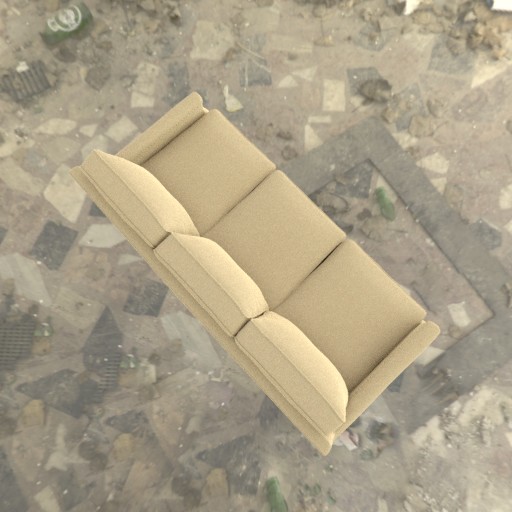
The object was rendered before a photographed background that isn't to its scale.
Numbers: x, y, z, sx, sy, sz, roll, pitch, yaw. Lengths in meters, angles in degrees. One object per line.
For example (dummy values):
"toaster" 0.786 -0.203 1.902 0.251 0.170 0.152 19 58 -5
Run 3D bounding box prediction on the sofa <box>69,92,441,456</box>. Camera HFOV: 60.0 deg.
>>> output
"sofa" 0.000 0.000 2.874 1.084 1.003 2.246 -42 79 -10
